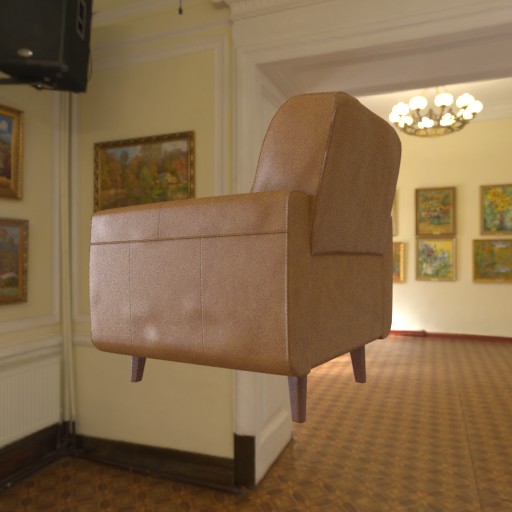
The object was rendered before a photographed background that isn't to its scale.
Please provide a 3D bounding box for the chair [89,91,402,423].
[{"bbox_3d":[0.000,0.000,1.688,0.942,0.968,0.845,0,0,35],"label":"chair"}]
